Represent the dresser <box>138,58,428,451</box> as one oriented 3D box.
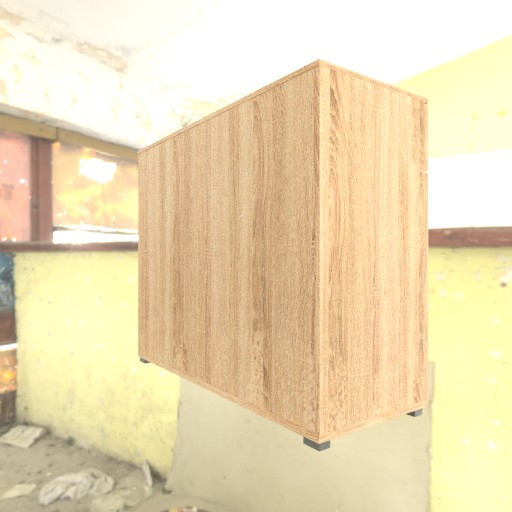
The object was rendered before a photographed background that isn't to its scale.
[{"bbox_3d":[0.000,0.000,1.586,0.450,0.900,1.100,0,0,-36],"label":"dresser"}]
